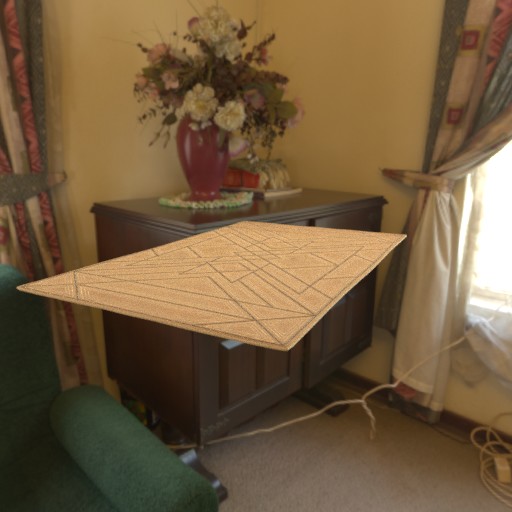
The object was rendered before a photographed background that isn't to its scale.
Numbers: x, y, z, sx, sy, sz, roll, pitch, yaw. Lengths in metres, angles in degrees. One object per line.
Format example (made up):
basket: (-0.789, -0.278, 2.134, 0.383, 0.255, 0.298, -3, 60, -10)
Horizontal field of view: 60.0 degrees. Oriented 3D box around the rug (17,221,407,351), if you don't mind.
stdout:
rug: (0.000, 0.000, 3.026, 1.575, 0.023, 2.459, 7, 16, 27)
